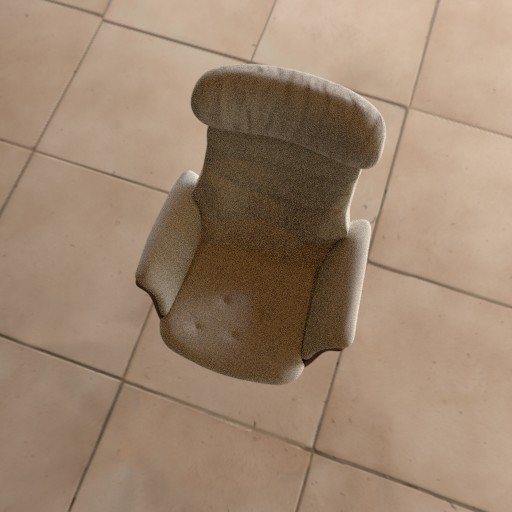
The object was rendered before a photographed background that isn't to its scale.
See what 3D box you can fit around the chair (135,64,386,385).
[{"bbox_3d":[0.000,0.000,1.557,0.785,0.995,0.837,17,75,5],"label":"chair"}]
